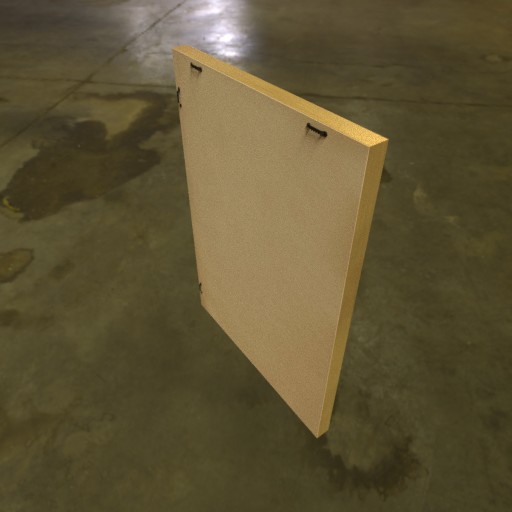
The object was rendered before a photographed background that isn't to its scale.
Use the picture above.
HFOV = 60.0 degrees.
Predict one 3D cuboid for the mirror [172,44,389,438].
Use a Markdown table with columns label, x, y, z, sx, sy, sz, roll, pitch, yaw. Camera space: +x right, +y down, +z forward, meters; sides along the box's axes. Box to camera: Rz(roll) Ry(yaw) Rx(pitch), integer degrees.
| label | x | y | z | sx | sy | sz | roll | pitch | yaw |
| --- | --- | --- | --- | --- | --- | --- | --- | --- | --- |
| mirror | 0.000 | 0.000 | 0.926 | 0.039 | 0.710 | 0.507 | -25 | 47 | -27 |
